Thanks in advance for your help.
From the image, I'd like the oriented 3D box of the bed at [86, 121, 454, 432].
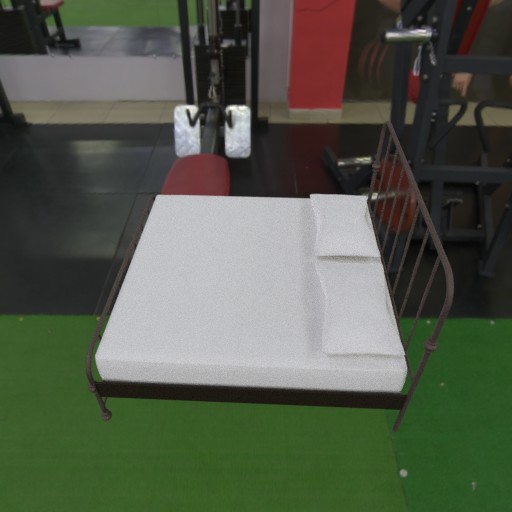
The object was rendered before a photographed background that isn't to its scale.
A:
[{"bbox_3d":[0.000,0.000,3.420,2.134,1.446,2.044,2,42,2],"label":"bed"}]
